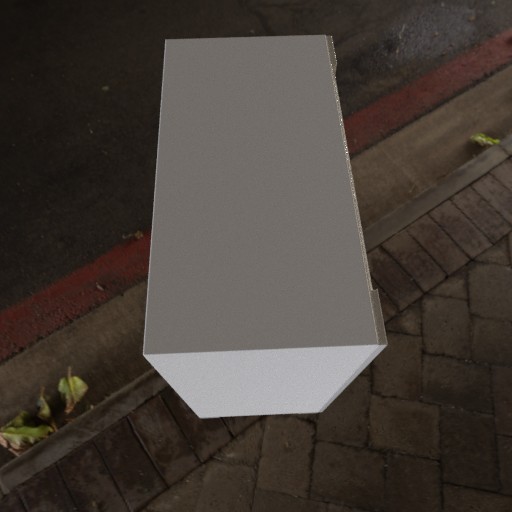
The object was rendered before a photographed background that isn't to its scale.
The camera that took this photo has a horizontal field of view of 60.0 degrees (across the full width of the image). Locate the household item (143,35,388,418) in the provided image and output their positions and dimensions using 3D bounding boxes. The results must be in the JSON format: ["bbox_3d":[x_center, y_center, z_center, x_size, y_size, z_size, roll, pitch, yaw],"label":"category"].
[{"bbox_3d":[0.000,0.000,1.326,0.420,0.870,0.800,-2,63,-1],"label":"household item"}]
